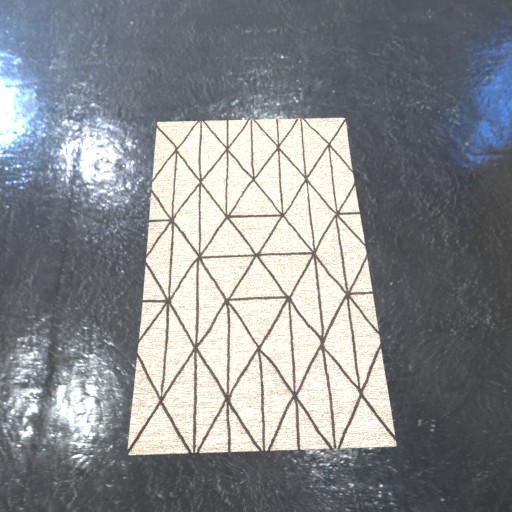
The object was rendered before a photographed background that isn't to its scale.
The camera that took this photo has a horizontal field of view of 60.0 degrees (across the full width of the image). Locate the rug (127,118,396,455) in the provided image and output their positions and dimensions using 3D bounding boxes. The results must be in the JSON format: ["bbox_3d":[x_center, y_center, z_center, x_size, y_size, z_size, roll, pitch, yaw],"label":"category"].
[{"bbox_3d":[0.000,0.000,3.055,1.526,0.008,2.465,-2,64,-1],"label":"rug"}]
